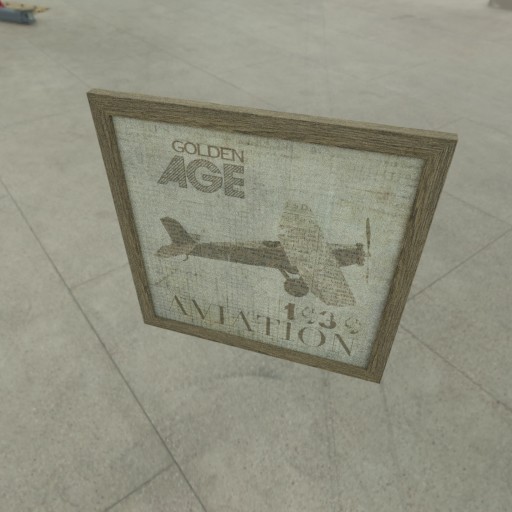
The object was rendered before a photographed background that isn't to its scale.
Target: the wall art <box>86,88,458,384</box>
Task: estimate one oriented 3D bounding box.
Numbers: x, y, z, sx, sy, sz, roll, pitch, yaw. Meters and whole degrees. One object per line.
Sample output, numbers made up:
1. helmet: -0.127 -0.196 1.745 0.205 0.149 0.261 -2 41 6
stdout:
1. wall art: 0.000 0.000 0.755 0.508 0.508 0.019 12 42 13
